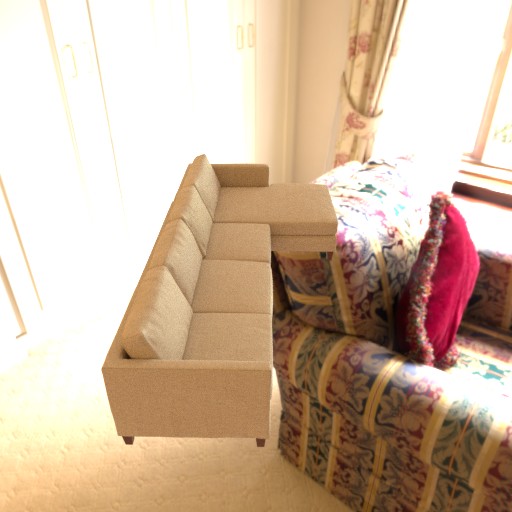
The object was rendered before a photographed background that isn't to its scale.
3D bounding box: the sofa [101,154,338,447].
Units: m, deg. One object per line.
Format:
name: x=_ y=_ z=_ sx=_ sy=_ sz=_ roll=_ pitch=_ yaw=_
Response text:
sofa: x=0.000 y=0.000 z=3.847 sx=1.625 sy=0.846 sz=3.186 roll=1 pitch=32 yaw=1
